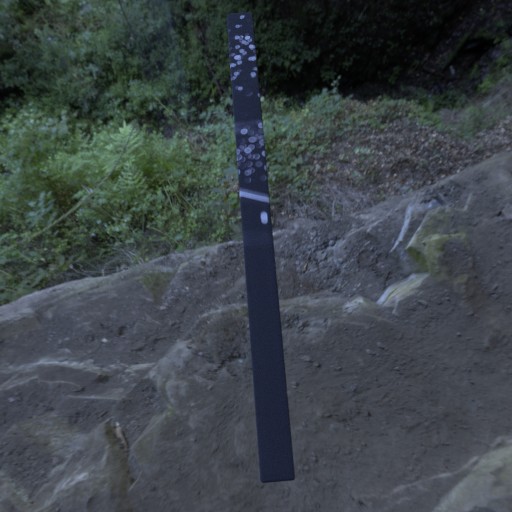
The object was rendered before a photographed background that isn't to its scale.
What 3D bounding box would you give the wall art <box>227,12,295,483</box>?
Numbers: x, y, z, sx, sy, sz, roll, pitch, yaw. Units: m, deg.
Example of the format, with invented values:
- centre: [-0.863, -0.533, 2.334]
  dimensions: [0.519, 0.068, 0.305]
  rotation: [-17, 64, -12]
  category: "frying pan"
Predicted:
- centre: [0.000, 0.000, 0.745]
  dimensions: [0.037, 0.406, 0.609]
  rotation: [-4, 75, -1]
  category: "wall art"
